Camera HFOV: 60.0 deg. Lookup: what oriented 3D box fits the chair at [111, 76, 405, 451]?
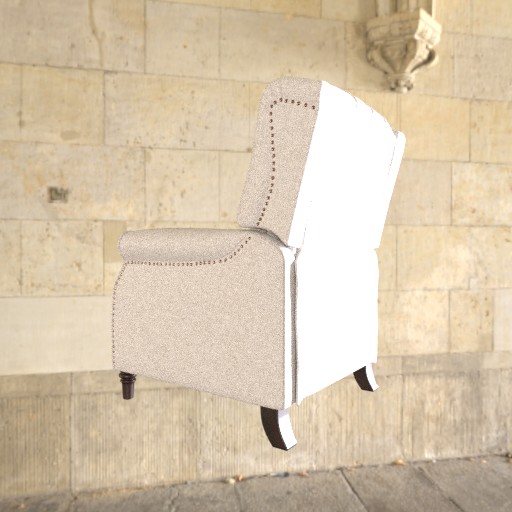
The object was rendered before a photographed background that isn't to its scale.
[{"bbox_3d":[0.000,0.000,1.637,0.902,1.035,0.742,0,1,36],"label":"chair"}]
